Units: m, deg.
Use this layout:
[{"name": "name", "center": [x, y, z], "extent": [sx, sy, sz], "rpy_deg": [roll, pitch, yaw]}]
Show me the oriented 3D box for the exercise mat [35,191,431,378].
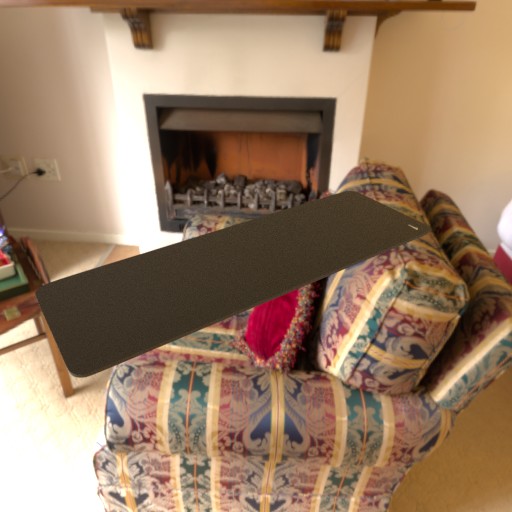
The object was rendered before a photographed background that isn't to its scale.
[{"name": "exercise mat", "center": [0.000, 0.000, 2.106], "extent": [1.869, 0.021, 0.616], "rpy_deg": [-20, 37, -28]}]
